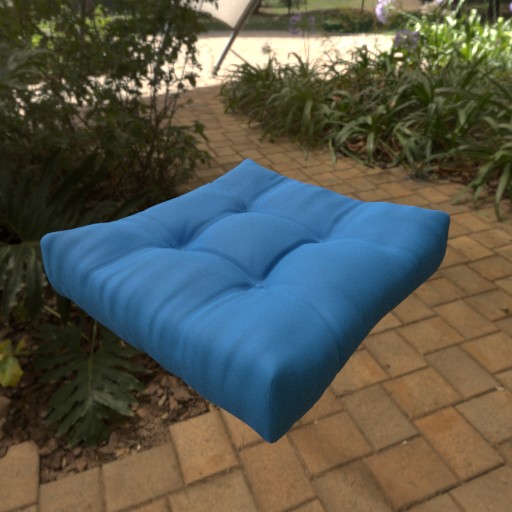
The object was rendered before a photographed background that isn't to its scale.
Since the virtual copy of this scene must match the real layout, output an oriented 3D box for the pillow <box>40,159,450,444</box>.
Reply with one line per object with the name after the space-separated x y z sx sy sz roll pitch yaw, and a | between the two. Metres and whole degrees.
0.000 0.000 0.717 0.468 0.128 0.490 23 38 33 | pillow
